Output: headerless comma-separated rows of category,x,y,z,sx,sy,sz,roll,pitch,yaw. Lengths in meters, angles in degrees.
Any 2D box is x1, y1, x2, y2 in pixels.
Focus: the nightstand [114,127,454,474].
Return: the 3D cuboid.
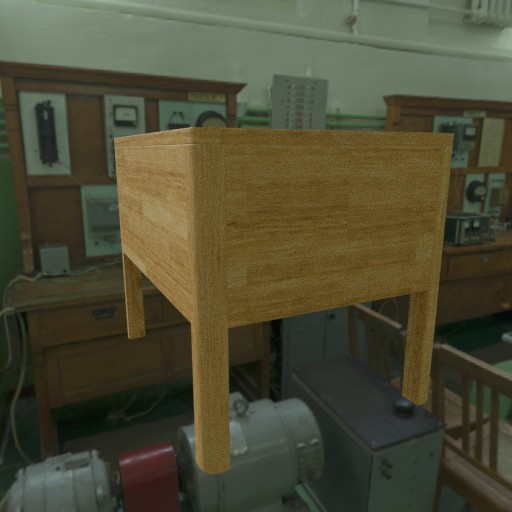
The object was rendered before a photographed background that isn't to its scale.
nightstand,0.000,0.000,0.902,0.440,0.470,0.560,-7,15,-26
